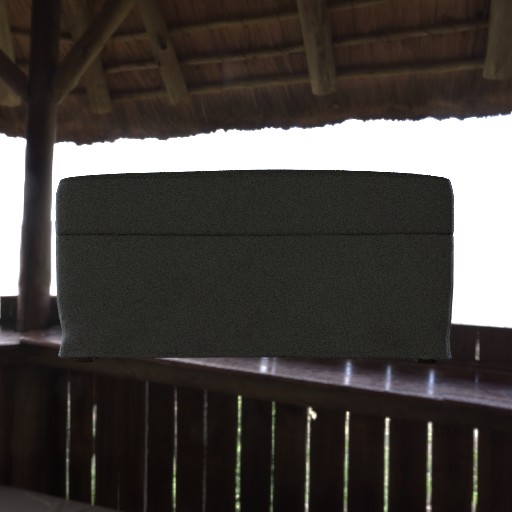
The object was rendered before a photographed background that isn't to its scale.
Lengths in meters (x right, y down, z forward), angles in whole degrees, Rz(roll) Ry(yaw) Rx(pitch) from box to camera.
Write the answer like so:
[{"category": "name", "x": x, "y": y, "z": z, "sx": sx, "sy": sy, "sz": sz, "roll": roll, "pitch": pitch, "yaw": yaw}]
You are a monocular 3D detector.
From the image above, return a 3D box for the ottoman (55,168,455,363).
[{"category": "ottoman", "x": 0.000, "y": 0.000, "z": 1.306, "sx": 0.842, "sy": 0.441, "sz": 0.843, "roll": 0, "pitch": 0, "yaw": 1}]
